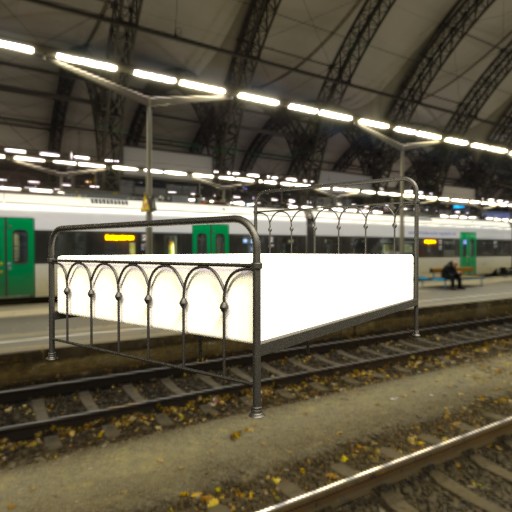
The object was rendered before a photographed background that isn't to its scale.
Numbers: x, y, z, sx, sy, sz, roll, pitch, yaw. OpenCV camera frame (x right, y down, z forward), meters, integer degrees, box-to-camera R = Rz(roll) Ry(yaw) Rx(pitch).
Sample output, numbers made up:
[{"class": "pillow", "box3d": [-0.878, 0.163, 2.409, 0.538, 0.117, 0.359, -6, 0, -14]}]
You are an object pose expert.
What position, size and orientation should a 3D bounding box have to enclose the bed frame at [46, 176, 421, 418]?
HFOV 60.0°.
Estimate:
[{"class": "bed frame", "box3d": [0.000, 0.000, 3.147, 1.664, 1.276, 2.203, 1, 1, 37]}]
